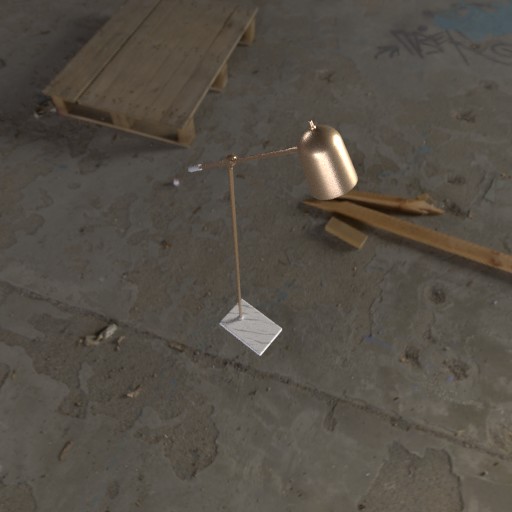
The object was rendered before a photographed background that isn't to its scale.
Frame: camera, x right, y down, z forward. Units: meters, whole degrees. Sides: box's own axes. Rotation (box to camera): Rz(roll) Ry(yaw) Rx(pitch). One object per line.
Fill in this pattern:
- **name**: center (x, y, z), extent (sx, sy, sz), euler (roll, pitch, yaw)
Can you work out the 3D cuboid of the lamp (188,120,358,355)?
- **lamp**: center (0.000, 0.000, 1.818), extent (0.653, 1.594, 0.194), euler (35, 64, 20)
